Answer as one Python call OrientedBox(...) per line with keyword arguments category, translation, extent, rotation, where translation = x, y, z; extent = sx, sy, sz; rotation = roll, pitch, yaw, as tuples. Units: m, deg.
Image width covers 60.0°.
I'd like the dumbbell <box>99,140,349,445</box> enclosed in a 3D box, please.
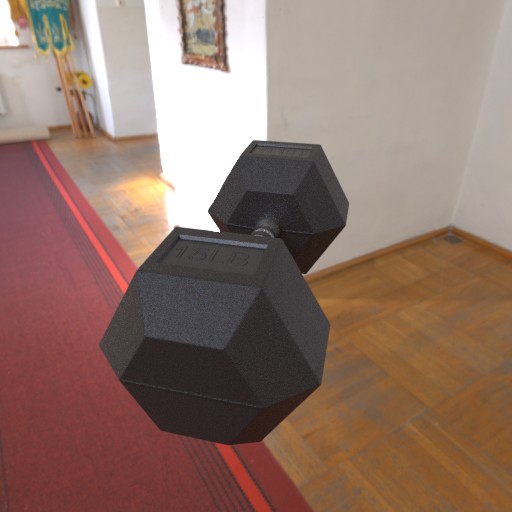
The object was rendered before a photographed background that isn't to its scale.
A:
OrientedBox(category="dumbbell", translation=(0.000, 0.000, 0.327), extent=(0.122, 0.106, 0.271), rotation=(7, 31, 12))
